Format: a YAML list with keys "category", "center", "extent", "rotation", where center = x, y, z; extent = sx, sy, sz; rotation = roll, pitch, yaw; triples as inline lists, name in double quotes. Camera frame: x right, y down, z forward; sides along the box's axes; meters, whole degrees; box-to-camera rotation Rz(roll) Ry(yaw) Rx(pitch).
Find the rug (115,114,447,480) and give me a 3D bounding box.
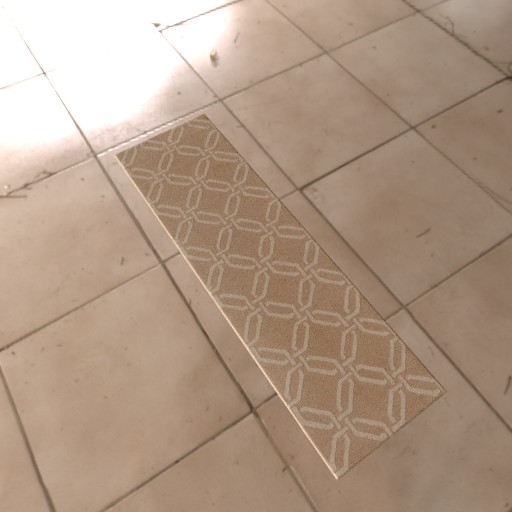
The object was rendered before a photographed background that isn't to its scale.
- category: "rug"
  center: [0.000, 0.000, 2.500]
  extent: [0.678, 0.014, 2.276]
  rotation: [-30, 65, -16]
